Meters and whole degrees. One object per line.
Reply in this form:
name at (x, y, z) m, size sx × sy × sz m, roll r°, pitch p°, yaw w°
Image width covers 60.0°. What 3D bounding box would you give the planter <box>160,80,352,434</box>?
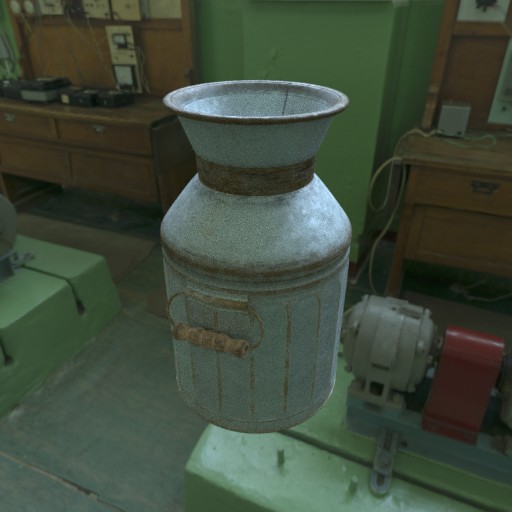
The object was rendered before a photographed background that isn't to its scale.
planter at (0.000, 0.000, 0.516) m, size 0.215 × 0.358 × 0.248 m, roll 12°, pitch 33°, yaw 19°
